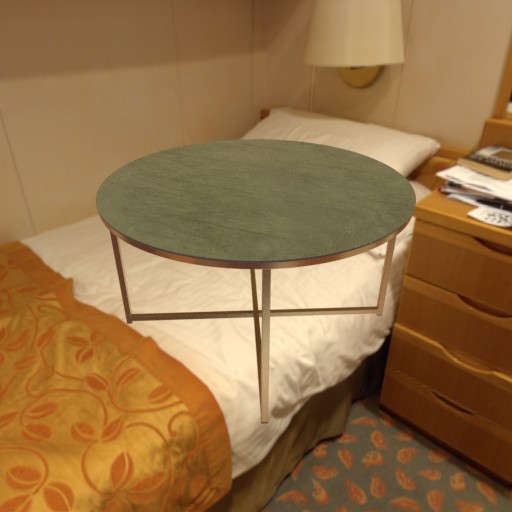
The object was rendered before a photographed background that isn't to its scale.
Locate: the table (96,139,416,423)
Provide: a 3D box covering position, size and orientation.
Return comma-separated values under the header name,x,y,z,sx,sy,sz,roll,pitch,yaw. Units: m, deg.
name,x,y,z,sx,sy,sz,roll,pitch,yaw
table,0.000,0.000,1.273,0.800,0.450,0.800,0,30,0
